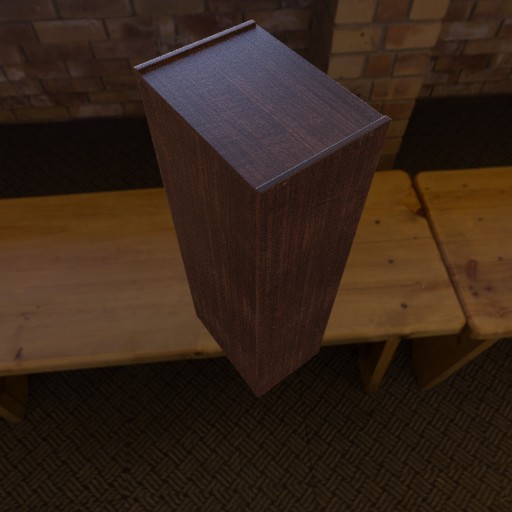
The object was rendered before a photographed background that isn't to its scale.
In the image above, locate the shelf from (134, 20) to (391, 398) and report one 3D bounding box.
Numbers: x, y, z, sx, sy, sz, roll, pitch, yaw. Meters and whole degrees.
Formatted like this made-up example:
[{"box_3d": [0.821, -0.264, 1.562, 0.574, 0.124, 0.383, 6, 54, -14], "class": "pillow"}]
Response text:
[{"box_3d": [0.000, 0.000, 1.281, 0.290, 1.099, 0.415, -32, 62, -19], "class": "shelf"}]
